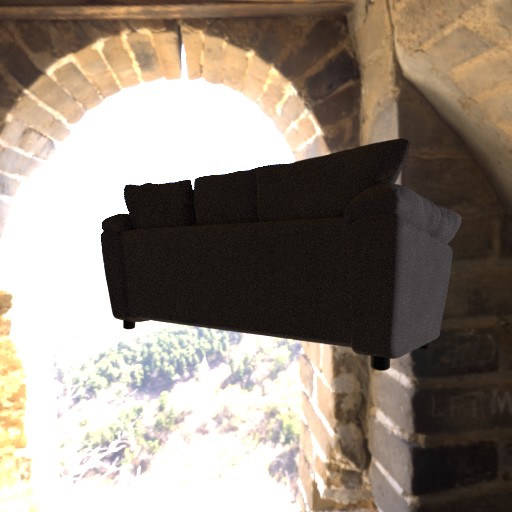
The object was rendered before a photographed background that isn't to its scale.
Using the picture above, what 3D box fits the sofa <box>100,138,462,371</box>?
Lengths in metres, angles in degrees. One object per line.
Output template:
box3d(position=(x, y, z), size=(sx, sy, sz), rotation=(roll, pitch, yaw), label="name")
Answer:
box3d(position=(0.000, 0.000, 2.899), size=(2.336, 1.073, 0.878), rotation=(0, 0, 38), label="sofa")
